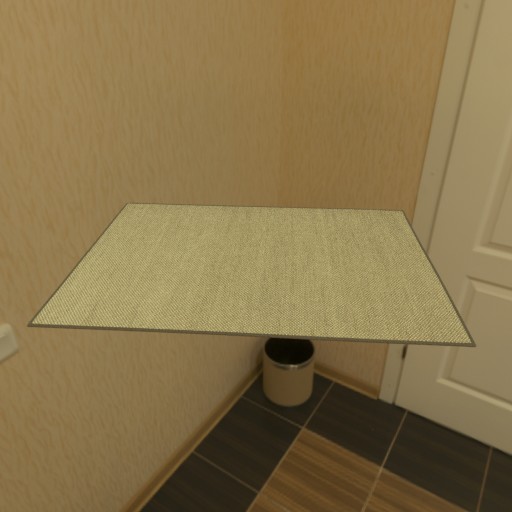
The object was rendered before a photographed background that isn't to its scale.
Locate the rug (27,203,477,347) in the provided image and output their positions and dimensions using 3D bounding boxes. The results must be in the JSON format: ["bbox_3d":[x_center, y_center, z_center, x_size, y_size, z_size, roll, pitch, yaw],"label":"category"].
[{"bbox_3d":[0.000,0.000,2.744,2.133,0.012,1.523,2,30,3],"label":"rug"}]
